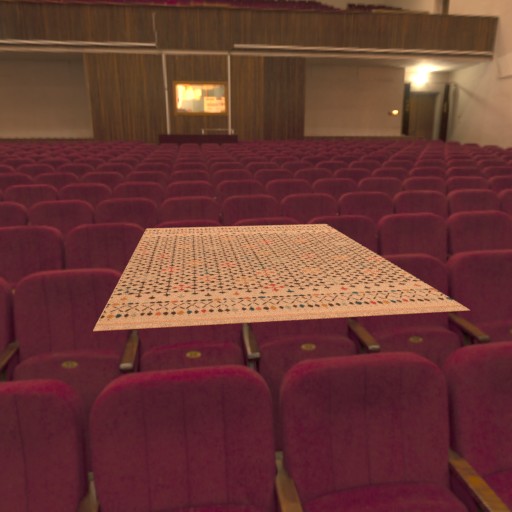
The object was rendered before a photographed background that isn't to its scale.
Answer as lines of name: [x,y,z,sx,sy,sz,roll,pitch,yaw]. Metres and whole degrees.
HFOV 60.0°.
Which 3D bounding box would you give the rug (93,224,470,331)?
rug: [0.000,0.000,2.070,1.146,0.006,1.556,-2,14,-8]
